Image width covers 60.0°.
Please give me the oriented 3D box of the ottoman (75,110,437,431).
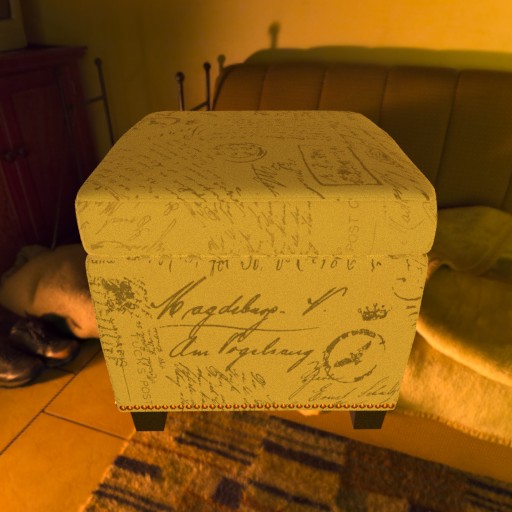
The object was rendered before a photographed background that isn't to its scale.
[{"bbox_3d":[0.000,0.000,0.806,0.450,0.457,0.449,0,30,-1],"label":"ottoman"}]
